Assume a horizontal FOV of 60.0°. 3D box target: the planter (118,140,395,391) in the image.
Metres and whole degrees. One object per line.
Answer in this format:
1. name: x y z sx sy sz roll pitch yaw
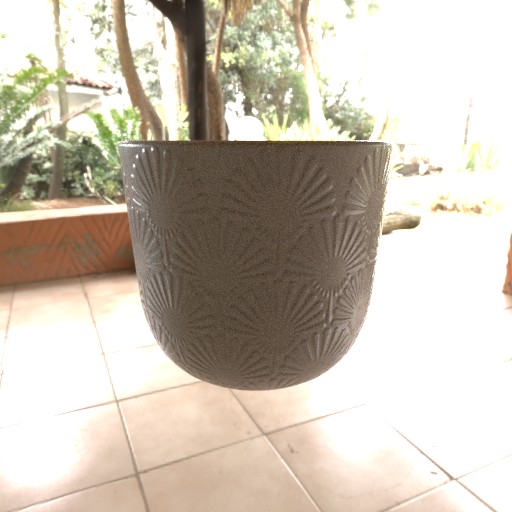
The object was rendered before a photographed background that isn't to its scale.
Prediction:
1. planter: 0.000 0.000 0.302 0.170 0.152 0.170 0 15 0
